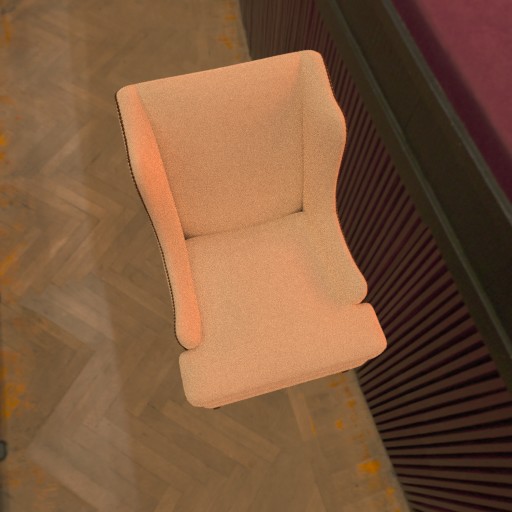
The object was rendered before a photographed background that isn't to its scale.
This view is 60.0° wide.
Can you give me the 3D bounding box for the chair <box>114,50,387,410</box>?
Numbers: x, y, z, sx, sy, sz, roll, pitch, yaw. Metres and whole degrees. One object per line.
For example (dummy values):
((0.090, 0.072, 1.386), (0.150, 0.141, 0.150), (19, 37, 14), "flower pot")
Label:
((0.000, 0.000, 1.685), (0.737, 1.029, 0.940), (-14, 66, -6), "chair")
